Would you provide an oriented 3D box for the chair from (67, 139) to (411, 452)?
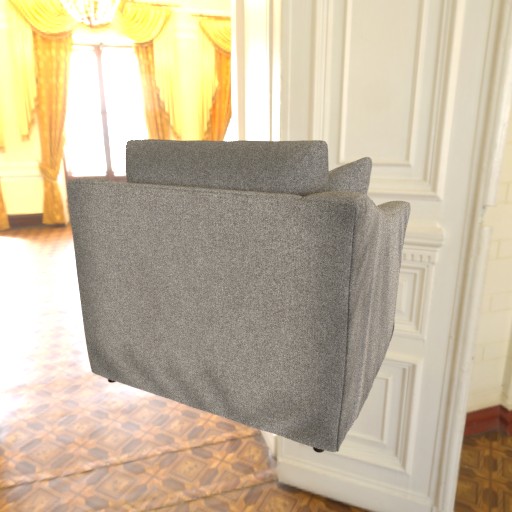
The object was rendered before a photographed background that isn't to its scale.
[{"bbox_3d":[0.000,0.000,2.041,1.194,1.059,1.071,8,18,26],"label":"chair"}]
